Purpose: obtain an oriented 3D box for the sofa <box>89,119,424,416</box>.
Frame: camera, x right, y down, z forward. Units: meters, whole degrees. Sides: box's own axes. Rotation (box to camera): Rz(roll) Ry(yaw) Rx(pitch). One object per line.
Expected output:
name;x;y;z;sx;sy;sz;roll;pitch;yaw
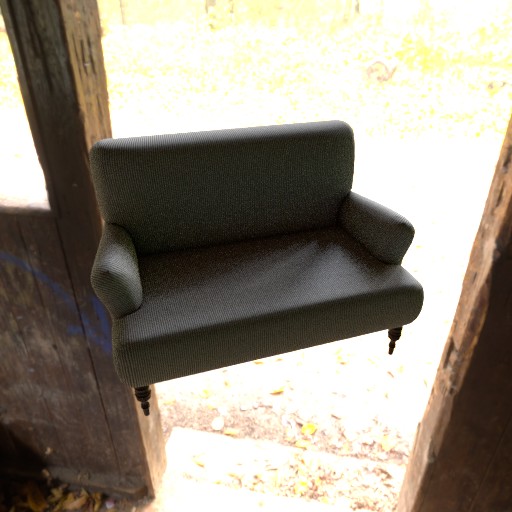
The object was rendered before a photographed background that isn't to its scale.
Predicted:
sofa;0.000;0.000;1.875;1.297;0.889;0.779;-9;32;-15
